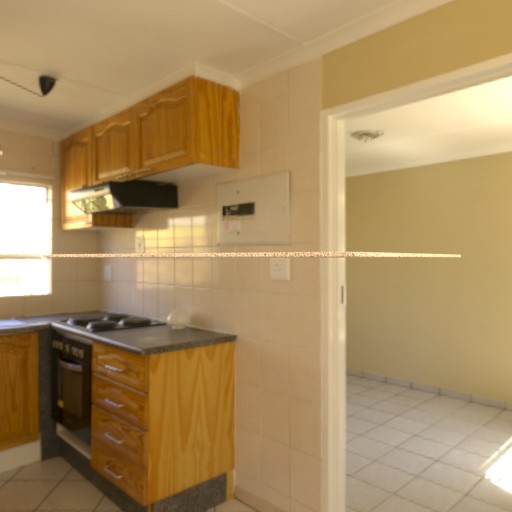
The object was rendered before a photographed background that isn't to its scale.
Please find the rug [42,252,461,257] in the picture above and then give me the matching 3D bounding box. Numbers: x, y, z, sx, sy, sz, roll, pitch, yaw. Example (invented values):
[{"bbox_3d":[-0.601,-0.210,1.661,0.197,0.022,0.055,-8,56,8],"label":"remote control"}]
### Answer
[{"bbox_3d":[0.000,0.000,4.103,3.047,0.029,2.438,0,0,36],"label":"rug"}]
